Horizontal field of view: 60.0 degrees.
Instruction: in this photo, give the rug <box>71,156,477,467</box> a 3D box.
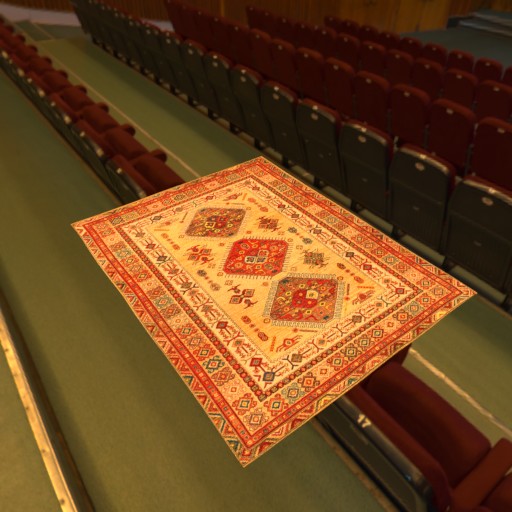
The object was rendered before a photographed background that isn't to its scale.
[{"bbox_3d":[0.000,0.000,4.160,2.460,0.005,3.067,-26,47,-27],"label":"rug"}]
